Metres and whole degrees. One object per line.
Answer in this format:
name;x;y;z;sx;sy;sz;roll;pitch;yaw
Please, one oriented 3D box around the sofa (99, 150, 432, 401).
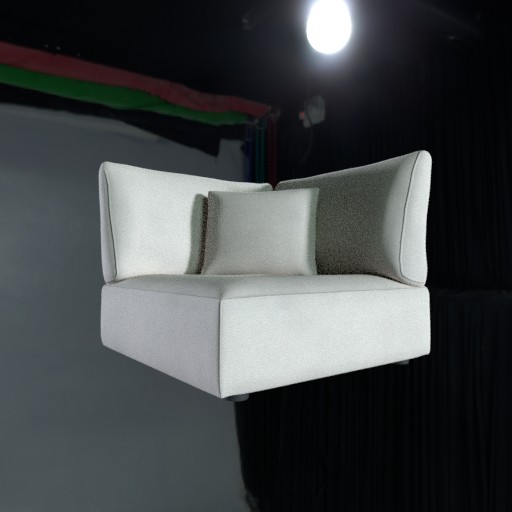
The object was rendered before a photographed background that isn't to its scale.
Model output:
sofa;0.000;0.000;1.805;1.000;0.820;1.000;1;-1;-37
